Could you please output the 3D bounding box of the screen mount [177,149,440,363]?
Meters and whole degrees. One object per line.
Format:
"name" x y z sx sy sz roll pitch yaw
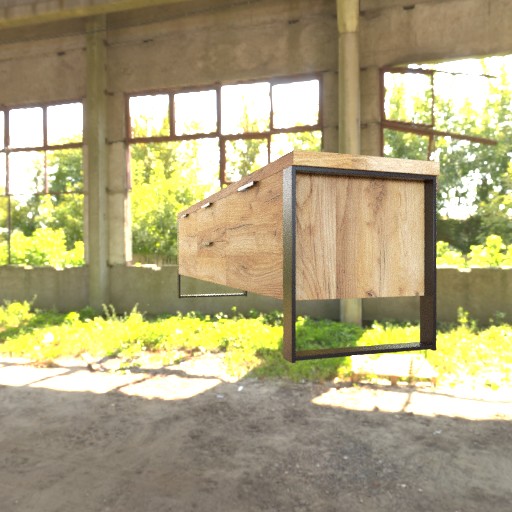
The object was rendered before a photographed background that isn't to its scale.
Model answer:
"screen mount" 0.000 0.000 1.708 0.395 0.450 1.524 0 0 -19
